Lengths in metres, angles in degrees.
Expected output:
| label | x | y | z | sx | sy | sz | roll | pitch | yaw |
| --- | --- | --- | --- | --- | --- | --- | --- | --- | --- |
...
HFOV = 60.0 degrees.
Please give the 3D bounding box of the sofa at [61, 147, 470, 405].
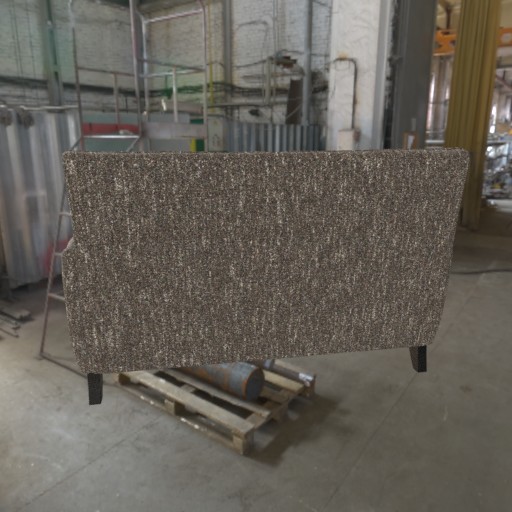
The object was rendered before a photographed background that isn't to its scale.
| label | x | y | z | sx | sy | sz | roll | pitch | yaw |
| --- | --- | --- | --- | --- | --- | --- | --- | --- | --- |
| sofa | 0.000 | 0.000 | 1.974 | 1.519 | 0.946 | 0.801 | -3 | 15 | -10 |
